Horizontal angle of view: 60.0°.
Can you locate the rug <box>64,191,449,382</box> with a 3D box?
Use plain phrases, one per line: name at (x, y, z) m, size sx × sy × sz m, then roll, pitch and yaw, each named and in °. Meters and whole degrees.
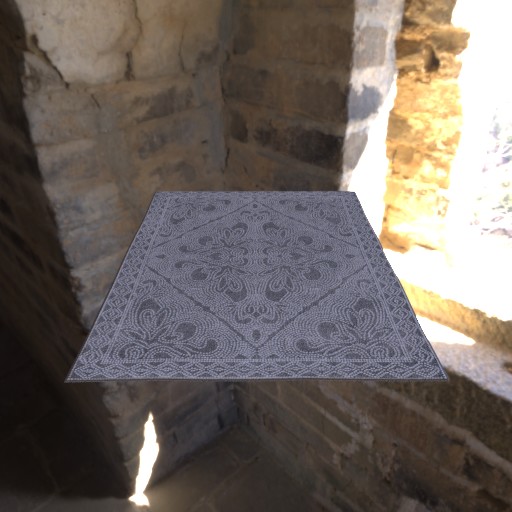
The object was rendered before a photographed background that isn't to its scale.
rug at (0.000, 0.000, 4.067) m, size 2.438 × 0.012 × 3.048 m, roll 0°, pitch 31°, yaw 0°
